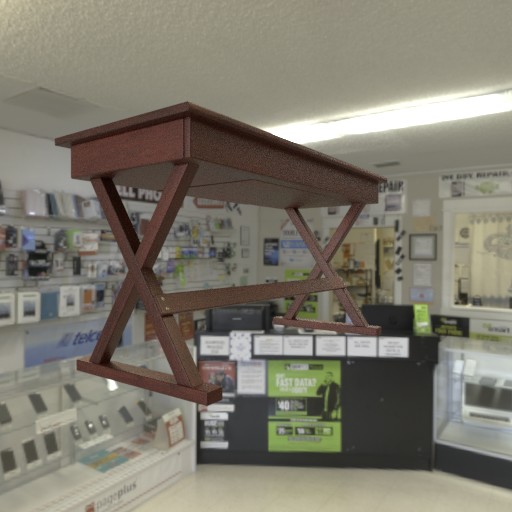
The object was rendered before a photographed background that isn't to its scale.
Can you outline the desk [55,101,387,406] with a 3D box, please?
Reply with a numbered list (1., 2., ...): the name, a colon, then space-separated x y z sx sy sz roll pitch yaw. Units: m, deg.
1. desk: 0.000 0.000 1.802 0.600 0.761 1.372 0 1 36
